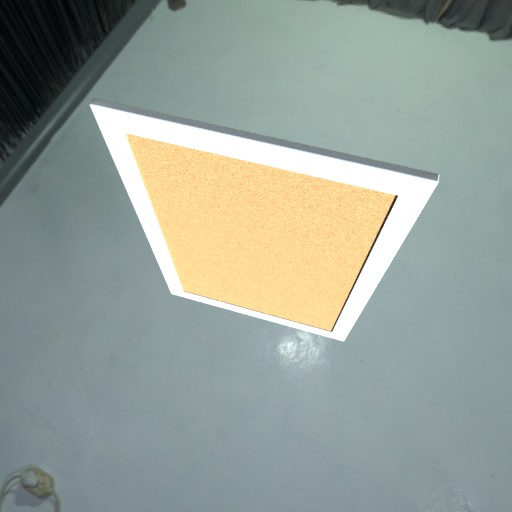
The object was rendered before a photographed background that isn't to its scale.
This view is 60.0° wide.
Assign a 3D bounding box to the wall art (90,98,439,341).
[{"bbox_3d":[0.000,0.000,0.693,0.374,0.529,0.012,14,63,7],"label":"wall art"}]
